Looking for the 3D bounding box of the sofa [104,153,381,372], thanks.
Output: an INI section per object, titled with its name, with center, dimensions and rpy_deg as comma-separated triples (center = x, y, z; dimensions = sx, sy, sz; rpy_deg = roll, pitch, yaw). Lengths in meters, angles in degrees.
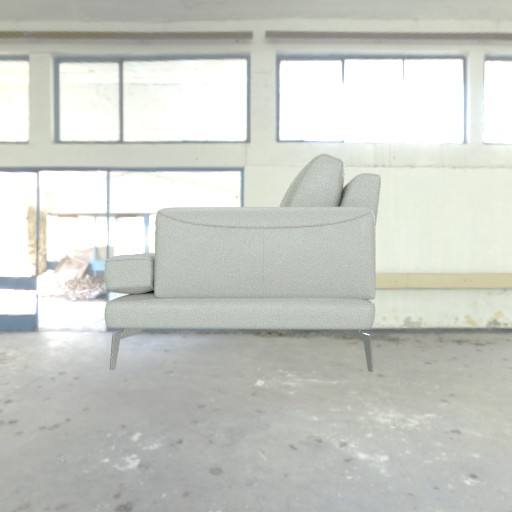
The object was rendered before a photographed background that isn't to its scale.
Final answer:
[sofa]
center = 0.000, 0.000, 2.422
dimensions = 0.974, 0.765, 1.940
rpy_deg = 0, 0, 2
